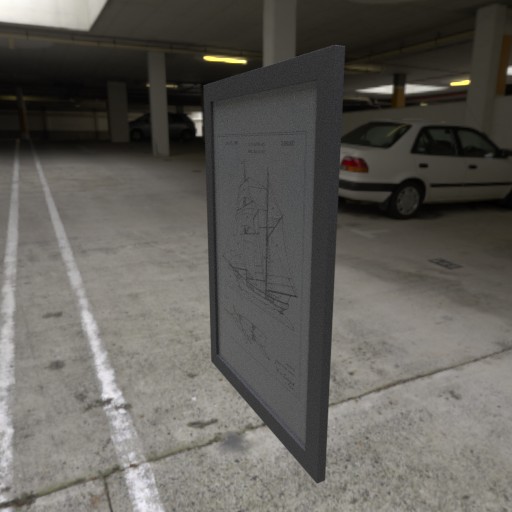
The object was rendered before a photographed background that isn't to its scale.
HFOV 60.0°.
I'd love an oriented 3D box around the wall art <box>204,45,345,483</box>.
[{"bbox_3d":[0.000,0.000,0.685,0.013,0.534,0.380,-7,16,-26],"label":"wall art"}]
